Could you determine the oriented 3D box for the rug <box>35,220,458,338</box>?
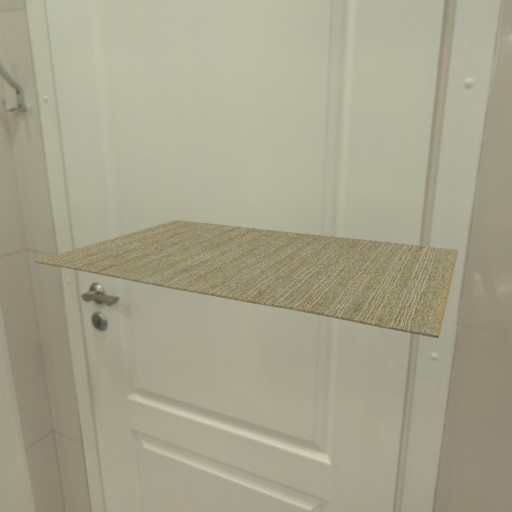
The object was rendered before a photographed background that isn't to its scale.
[{"bbox_3d":[0.000,0.000,3.014,2.448,0.012,1.540,8,18,25],"label":"rug"}]
